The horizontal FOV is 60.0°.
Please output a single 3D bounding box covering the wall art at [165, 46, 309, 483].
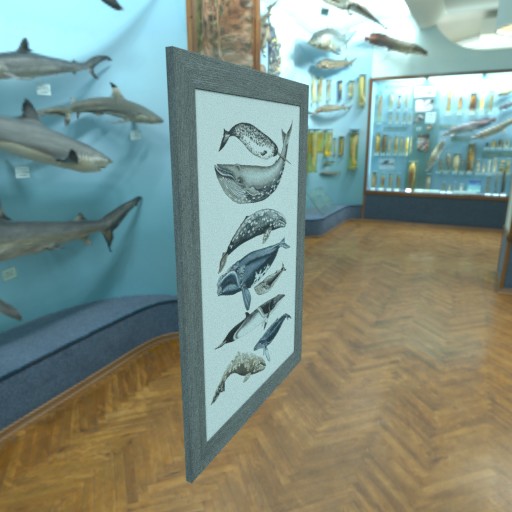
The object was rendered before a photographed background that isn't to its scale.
[{"bbox_3d":[0.000,0.000,1.377,0.020,1.070,0.768,8,17,27],"label":"wall art"}]
